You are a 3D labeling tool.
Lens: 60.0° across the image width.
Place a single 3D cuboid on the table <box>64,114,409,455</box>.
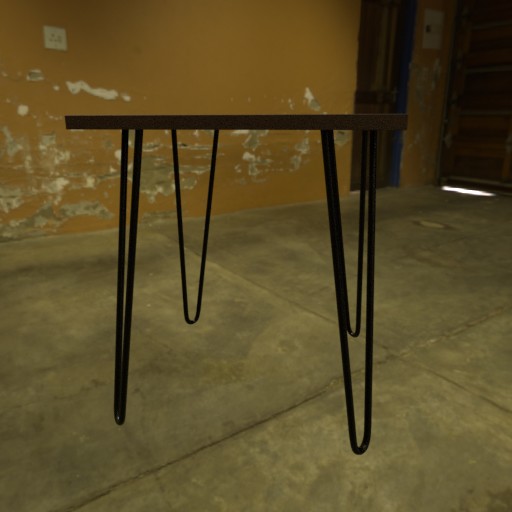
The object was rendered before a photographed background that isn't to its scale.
[{"bbox_3d":[0.000,0.000,0.936,0.495,0.559,0.495,3,17,10],"label":"table"}]
